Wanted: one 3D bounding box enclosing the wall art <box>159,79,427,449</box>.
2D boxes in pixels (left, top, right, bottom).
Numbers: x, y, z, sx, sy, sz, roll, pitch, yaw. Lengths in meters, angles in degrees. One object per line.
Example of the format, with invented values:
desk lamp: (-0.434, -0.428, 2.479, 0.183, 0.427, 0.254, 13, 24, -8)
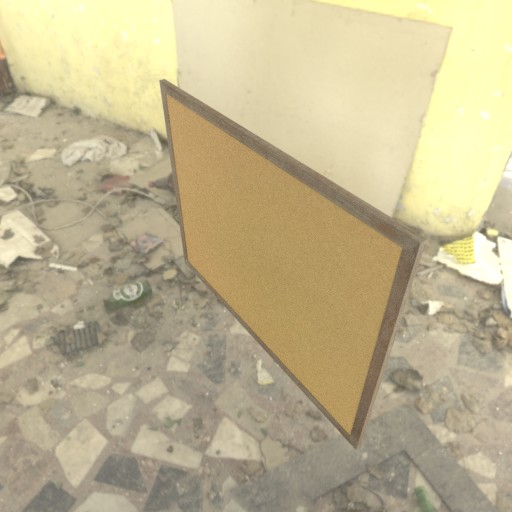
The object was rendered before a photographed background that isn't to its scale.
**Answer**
wall art: (0.000, 0.000, 1.350, 0.019, 0.774, 1.012, -25, 47, -27)
